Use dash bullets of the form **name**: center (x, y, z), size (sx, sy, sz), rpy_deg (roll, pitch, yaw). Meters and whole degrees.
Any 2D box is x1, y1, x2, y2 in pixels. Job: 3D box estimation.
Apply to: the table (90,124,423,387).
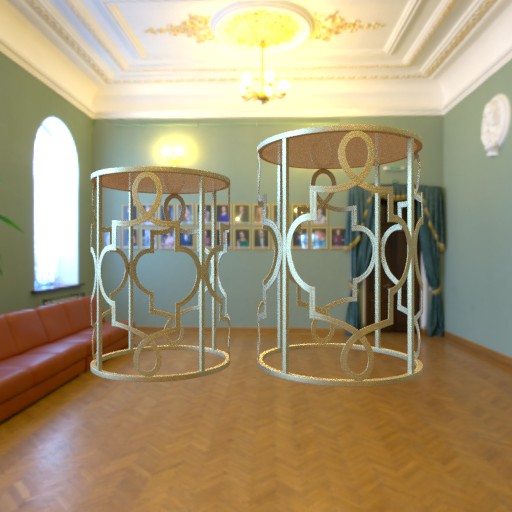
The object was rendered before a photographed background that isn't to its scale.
- **table**: center (0.000, 0.000, 1.164), size (0.846, 0.564, 0.420), rpy_deg (0, 0, 1)
